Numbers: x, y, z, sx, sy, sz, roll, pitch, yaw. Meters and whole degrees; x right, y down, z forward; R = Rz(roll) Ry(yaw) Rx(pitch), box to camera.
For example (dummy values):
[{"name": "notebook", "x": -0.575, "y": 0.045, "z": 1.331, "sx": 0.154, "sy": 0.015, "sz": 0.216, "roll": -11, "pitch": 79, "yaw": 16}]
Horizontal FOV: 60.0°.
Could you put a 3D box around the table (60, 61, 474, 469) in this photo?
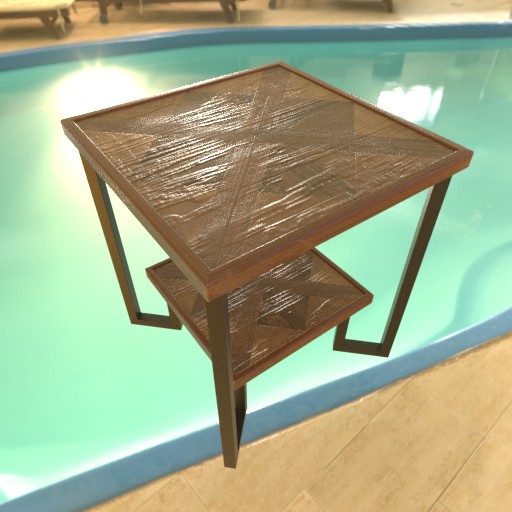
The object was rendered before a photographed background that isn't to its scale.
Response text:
[{"name": "table", "x": 0.000, "y": 0.000, "z": 0.942, "sx": 0.503, "sy": 0.563, "sz": 0.503, "roll": -26, "pitch": 49, "yaw": -26}]
